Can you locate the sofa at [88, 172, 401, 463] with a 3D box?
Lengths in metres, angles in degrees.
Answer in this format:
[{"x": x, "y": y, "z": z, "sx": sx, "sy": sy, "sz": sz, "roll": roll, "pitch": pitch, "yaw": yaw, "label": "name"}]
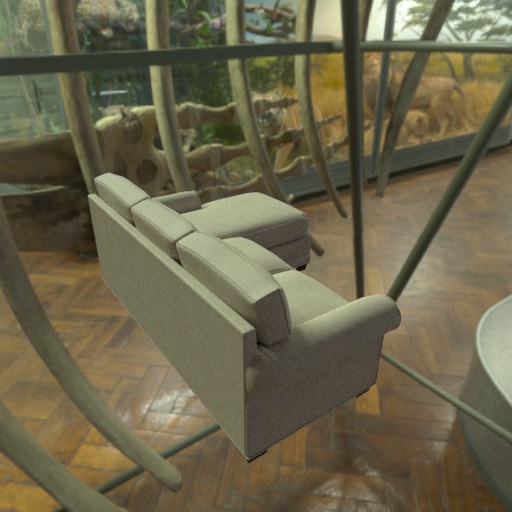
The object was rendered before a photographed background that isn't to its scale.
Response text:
[{"x": 0.000, "y": 0.000, "z": 2.368, "sx": 1.226, "sy": 0.734, "sz": 1.770, "roll": -18, "pitch": 32, "yaw": -31, "label": "sofa"}]
